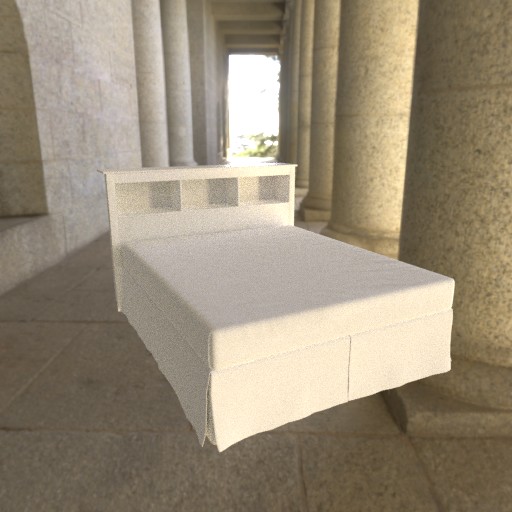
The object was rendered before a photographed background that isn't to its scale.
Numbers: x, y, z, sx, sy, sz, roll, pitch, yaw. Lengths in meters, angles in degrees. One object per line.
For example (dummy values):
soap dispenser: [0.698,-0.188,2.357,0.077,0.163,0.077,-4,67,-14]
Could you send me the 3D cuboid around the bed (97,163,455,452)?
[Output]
bed: [0.000,0.000,3.058,1.671,1.092,2.133,-8,17,-27]
